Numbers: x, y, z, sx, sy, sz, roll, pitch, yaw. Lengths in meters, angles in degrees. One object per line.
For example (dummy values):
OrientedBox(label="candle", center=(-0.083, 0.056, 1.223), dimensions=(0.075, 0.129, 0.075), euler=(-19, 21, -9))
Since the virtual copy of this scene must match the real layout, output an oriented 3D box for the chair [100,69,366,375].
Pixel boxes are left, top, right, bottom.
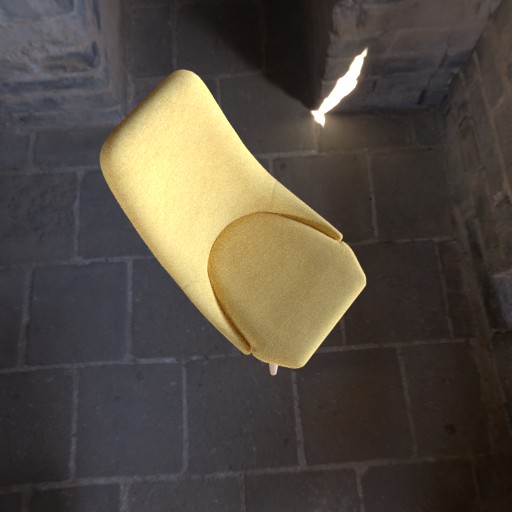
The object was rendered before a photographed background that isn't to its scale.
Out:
OrientedBox(label="chair", center=(0.000, 0.000, 1.402), dimensions=(0.660, 1.040, 0.510), euler=(38, 79, 9))
